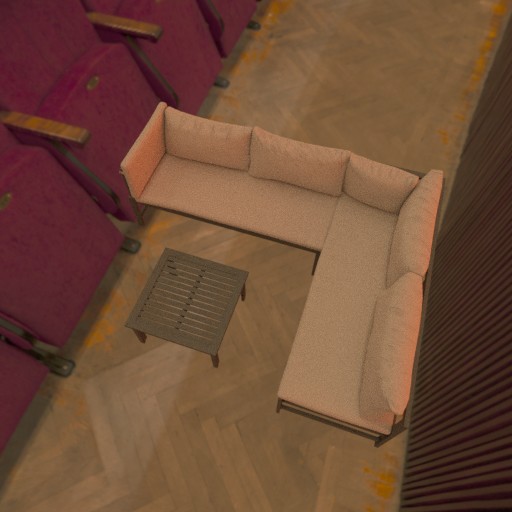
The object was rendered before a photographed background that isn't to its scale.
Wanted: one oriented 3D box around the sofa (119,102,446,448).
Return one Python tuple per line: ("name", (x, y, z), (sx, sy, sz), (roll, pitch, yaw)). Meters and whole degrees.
("sofa", (0.000, 0.000, 2.915), (2.096, 0.758, 1.658), (16, 60, 10))
